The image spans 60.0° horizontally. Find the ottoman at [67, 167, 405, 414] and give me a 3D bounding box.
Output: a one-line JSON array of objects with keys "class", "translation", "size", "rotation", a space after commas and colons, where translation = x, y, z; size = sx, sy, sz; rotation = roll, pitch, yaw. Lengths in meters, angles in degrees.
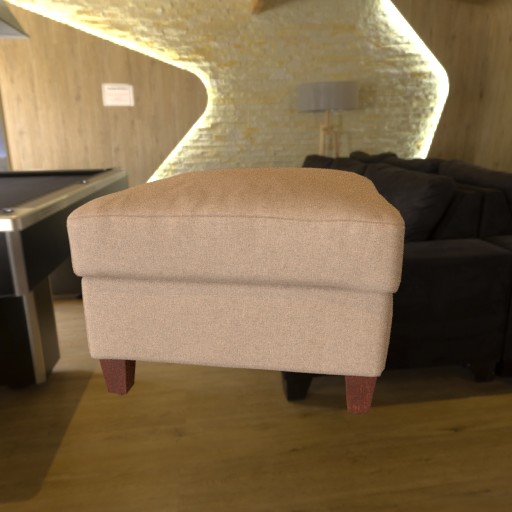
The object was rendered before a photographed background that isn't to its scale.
[{"class": "ottoman", "translation": [0.000, 0.000, 1.324], "size": [0.692, 0.511, 0.902], "rotation": [2, 15, 7]}]
